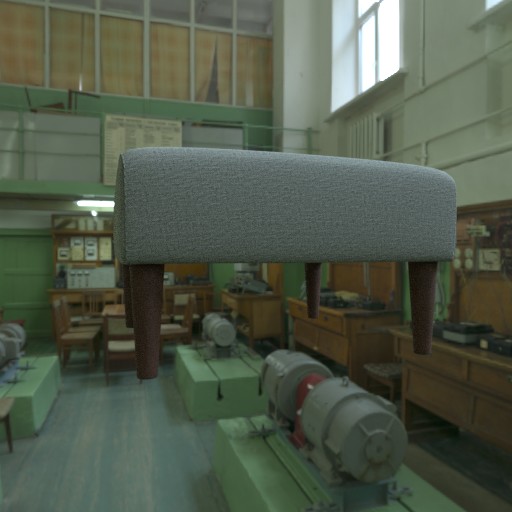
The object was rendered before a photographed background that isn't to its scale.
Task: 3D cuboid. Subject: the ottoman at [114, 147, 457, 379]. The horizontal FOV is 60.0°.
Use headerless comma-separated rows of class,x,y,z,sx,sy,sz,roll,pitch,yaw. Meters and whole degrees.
ottoman,0.000,0.000,1.069,0.650,0.398,0.649,0,1,-18
